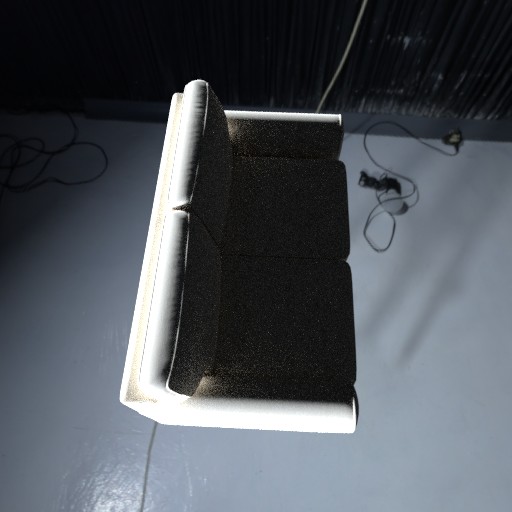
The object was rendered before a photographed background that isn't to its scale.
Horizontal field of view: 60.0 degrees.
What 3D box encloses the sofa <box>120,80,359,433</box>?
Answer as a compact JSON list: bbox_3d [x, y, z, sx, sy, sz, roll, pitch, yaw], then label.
[{"bbox_3d":[0.000,0.000,2.351,0.991,0.940,1.727,2,64,1],"label":"sofa"}]
